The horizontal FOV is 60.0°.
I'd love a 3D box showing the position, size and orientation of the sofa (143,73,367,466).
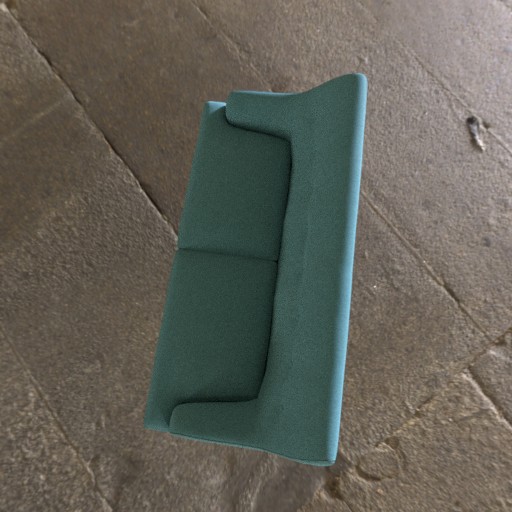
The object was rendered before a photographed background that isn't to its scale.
[{"bbox_3d":[0.000,0.000,2.566,0.978,0.871,2.057,8,75,2],"label":"sofa"}]
